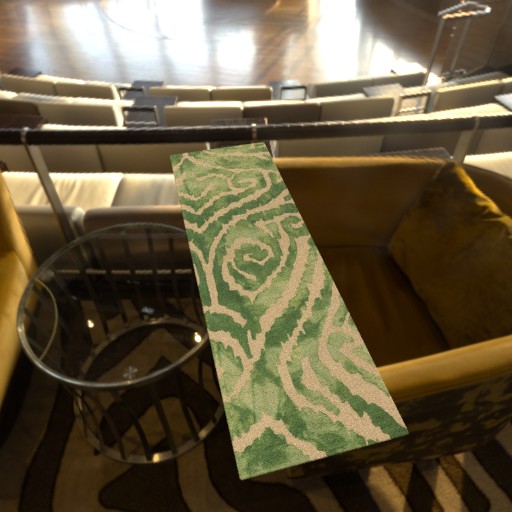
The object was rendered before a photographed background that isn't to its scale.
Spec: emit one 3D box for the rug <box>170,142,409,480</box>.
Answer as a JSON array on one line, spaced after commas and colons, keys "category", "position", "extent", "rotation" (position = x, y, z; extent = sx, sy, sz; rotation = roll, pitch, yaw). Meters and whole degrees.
[{"category": "rug", "position": [0.000, 0.000, 2.698], "extent": [0.761, 0.006, 2.438], "rotation": [-11, 47, -10]}]
